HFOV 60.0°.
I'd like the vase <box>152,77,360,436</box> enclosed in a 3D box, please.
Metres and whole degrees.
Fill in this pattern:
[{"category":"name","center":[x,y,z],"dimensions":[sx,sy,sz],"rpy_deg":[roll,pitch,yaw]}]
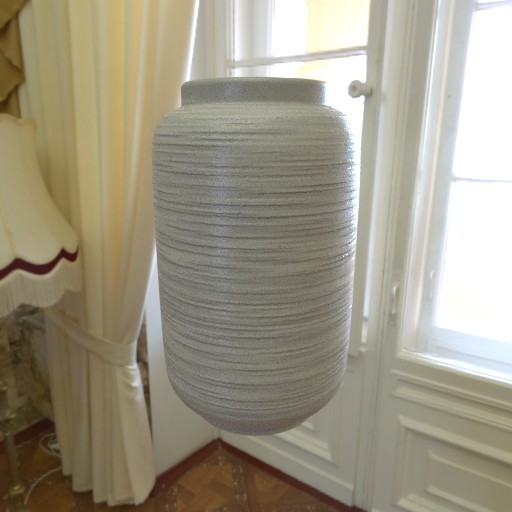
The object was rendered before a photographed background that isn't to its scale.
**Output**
[{"category":"vase","center":[0.000,0.000,0.462],"dimensions":[0.202,0.335,0.202],"rpy_deg":[0,17,0]}]
